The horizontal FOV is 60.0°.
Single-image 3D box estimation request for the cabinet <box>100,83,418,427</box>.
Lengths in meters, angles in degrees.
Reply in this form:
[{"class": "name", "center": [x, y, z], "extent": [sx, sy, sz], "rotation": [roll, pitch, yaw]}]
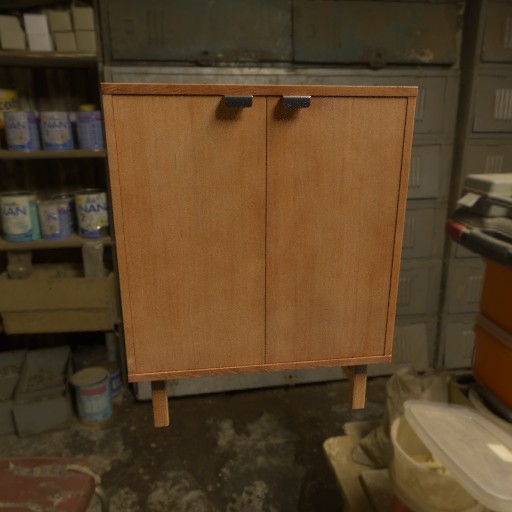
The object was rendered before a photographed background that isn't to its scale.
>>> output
[{"class": "cabinet", "center": [0.000, 0.000, 1.427], "extent": [0.800, 1.001, 0.419], "rotation": [-2, 17, -8]}]
